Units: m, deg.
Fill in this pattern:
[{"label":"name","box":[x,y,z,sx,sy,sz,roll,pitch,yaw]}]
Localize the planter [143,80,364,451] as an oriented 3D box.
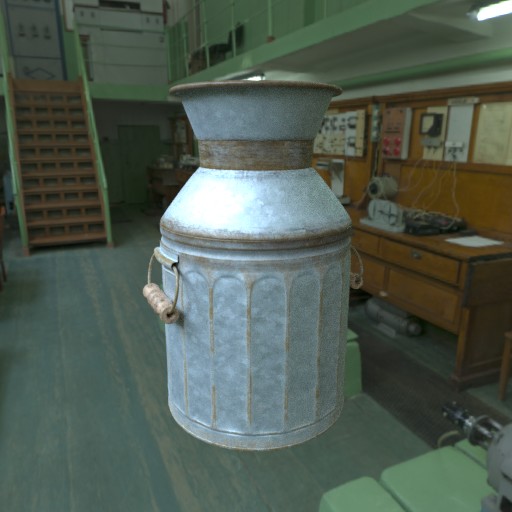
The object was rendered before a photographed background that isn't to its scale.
[{"label":"planter","box":[0.000,0.000,0.507,0.248,0.358,0.215,-7,17,-25]}]
